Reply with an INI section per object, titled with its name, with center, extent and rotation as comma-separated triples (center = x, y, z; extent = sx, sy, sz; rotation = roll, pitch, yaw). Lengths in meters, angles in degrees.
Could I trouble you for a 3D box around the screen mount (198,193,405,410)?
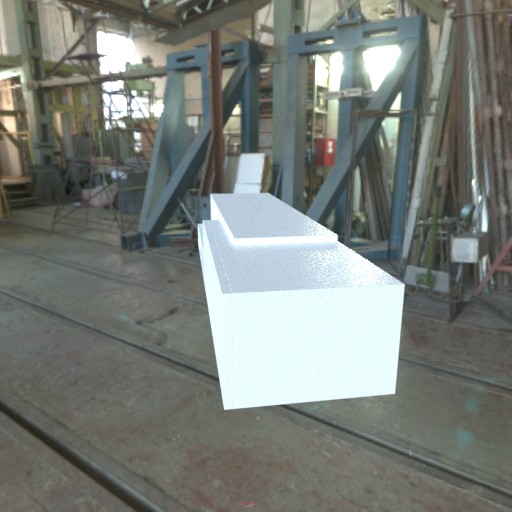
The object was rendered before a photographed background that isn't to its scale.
[screen mount]
center = 0.000, 0.000, 1.821
extent = 0.420, 0.320, 1.680
rotation = -2, 15, -9
